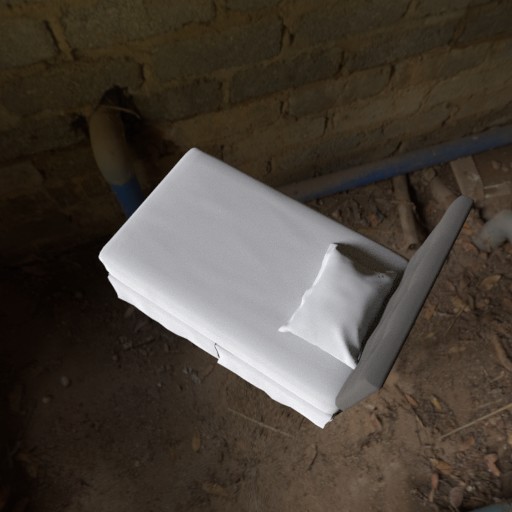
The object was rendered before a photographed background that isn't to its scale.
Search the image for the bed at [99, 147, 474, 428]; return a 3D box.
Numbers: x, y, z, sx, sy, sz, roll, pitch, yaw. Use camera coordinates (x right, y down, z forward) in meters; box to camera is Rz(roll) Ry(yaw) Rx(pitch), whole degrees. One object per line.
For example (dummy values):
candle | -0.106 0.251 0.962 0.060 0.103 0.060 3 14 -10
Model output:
bed | 0.000 0.000 3.004 1.997 1.571 1.261 30 68 13
